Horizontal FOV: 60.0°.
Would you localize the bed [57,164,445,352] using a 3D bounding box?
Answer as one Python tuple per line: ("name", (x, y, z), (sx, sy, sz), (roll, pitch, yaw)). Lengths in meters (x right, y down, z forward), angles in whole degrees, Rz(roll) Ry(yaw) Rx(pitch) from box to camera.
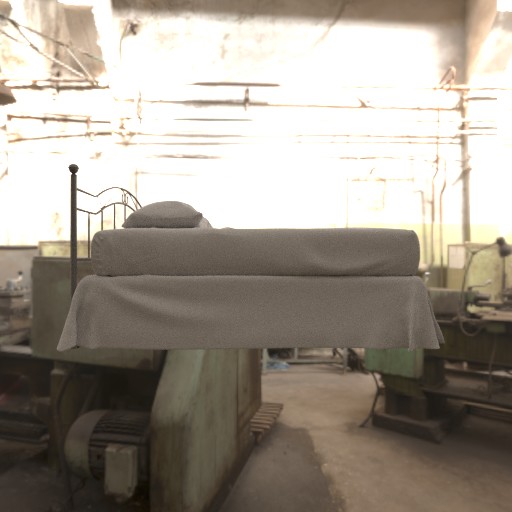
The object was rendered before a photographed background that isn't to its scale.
("bed", (0.000, 0.000, 3.588), (2.220, 1.080, 2.309), (0, 0, 1))
